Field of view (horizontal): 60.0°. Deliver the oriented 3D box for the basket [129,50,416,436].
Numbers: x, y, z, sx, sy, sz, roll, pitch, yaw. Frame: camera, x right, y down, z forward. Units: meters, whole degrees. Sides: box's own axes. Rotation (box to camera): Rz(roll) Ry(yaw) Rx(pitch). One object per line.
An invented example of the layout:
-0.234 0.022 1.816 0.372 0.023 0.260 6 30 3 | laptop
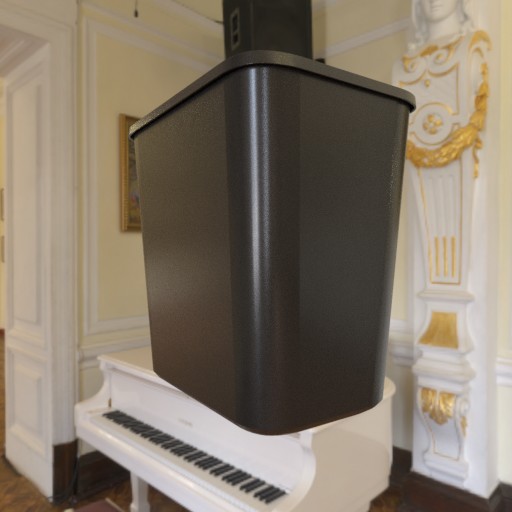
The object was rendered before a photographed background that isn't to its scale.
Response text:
0.000 0.000 0.494 0.211 0.307 0.300 -1 1 -34 | basket
